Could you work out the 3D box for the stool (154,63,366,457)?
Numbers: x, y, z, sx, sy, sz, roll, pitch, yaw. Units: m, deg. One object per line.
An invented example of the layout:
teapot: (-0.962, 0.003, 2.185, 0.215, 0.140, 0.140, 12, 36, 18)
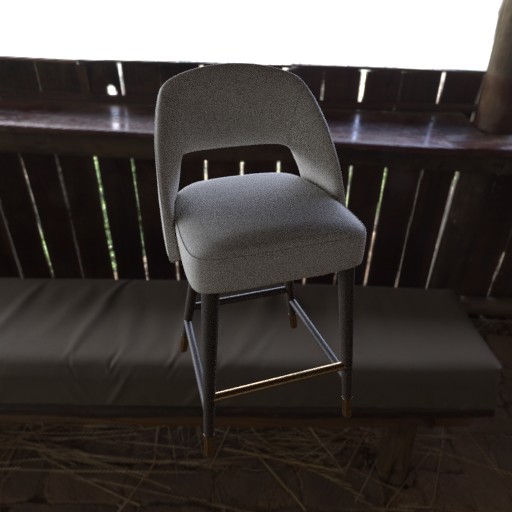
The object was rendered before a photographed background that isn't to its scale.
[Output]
stool: (0.000, 0.000, 1.248, 0.494, 0.940, 0.509, -10, 33, -15)
